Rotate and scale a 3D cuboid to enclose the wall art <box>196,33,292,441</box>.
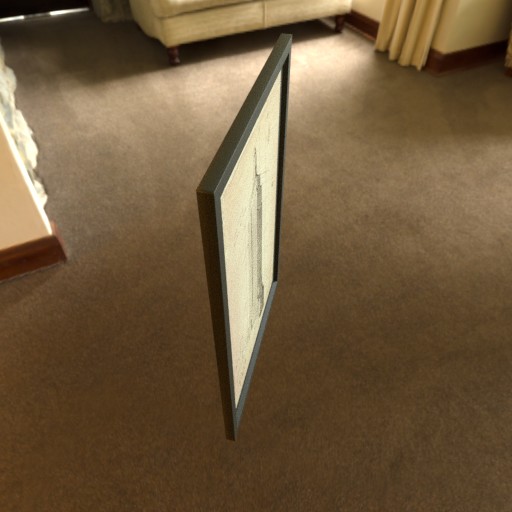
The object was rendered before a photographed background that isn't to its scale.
[{"bbox_3d":[0.000,0.000,0.563,0.013,0.431,0.303,10,47,9],"label":"wall art"}]
